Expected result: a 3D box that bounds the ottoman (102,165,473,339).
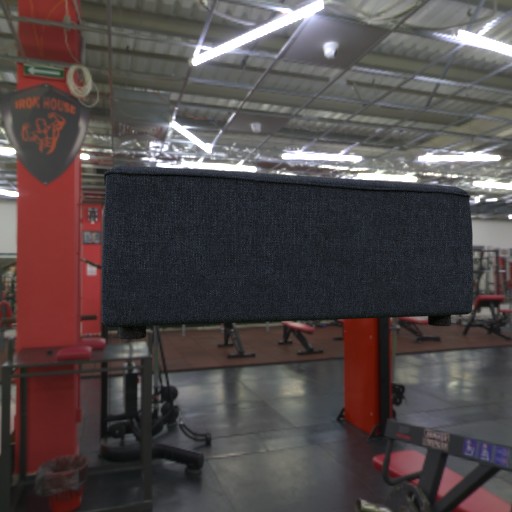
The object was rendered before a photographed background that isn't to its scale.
[{"bbox_3d":[0.000,0.000,1.595,1.023,0.423,1.017,1,-2,-16],"label":"ottoman"}]
